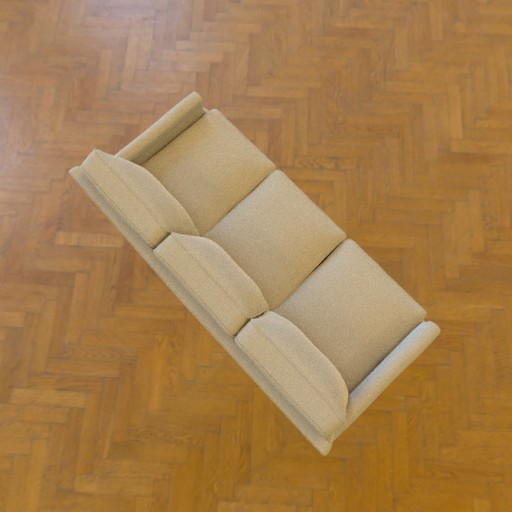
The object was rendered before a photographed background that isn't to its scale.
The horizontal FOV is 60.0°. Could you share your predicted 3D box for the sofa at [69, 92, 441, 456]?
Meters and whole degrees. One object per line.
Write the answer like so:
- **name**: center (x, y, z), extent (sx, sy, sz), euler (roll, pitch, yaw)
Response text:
- **sofa**: center (0.000, 0.000, 2.874), extent (1.084, 1.003, 2.246), euler (-42, 79, -10)
